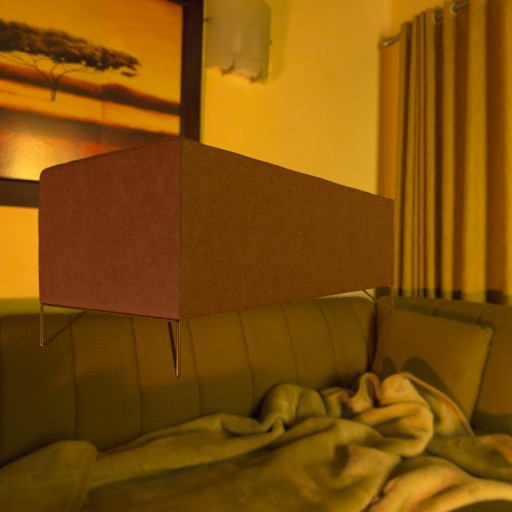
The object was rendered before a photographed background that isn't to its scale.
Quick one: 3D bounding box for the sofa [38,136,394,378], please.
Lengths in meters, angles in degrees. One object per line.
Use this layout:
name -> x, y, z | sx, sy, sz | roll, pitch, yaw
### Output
sofa -> 0.000, 0.000, 2.524 | 0.912, 0.798, 2.079 | 0, 0, 36
